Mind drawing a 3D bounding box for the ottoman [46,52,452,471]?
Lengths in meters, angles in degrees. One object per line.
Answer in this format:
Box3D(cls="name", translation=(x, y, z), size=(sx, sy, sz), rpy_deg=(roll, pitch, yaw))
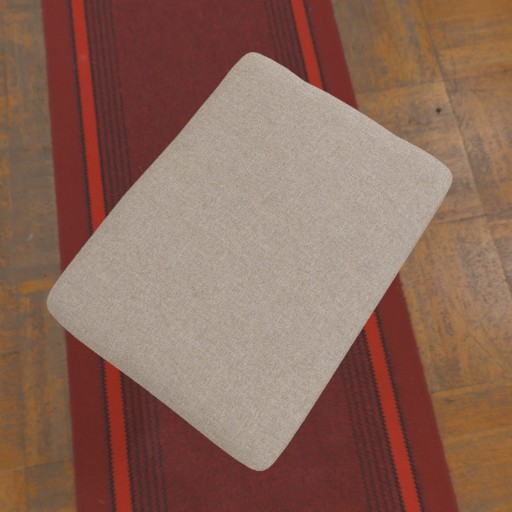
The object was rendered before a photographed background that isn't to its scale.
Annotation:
Box3D(cls="ottoman", translation=(0.000, 0.000, 1.295), size=(0.677, 0.519, 0.898), rpy_deg=(34, 78, 8))
